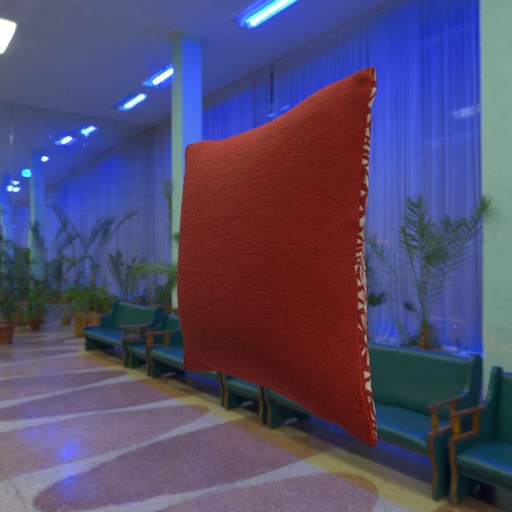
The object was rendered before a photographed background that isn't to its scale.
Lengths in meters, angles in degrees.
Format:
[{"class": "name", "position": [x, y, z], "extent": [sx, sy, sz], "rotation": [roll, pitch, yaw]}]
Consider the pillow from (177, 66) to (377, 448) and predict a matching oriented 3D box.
[{"class": "pillow", "position": [0.000, 0.000, 0.658], "extent": [0.162, 0.419, 0.438], "rotation": [0, -1, -37]}]
